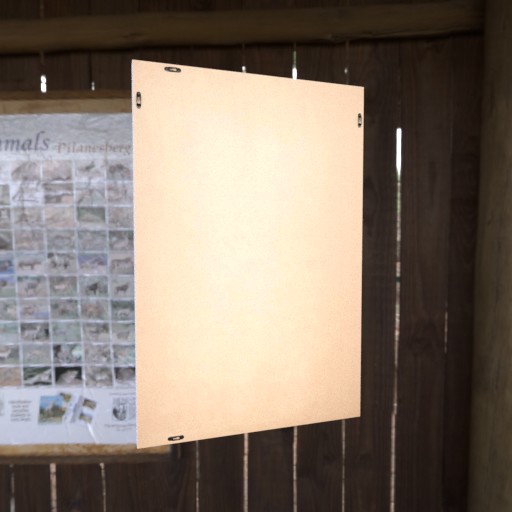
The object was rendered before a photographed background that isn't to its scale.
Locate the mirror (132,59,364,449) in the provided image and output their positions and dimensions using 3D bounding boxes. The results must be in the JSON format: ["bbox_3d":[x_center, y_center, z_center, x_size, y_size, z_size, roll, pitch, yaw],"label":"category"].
[{"bbox_3d":[0.000,0.000,1.150,0.609,0.914,0.041,-1,3,-18],"label":"mirror"}]
